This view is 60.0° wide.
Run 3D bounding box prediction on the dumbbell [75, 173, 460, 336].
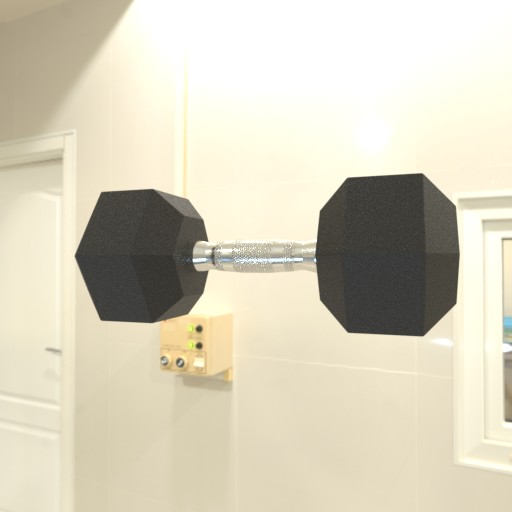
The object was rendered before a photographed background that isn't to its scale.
[{"bbox_3d":[0.000,0.000,0.412,0.337,0.123,0.142,0,-1,18],"label":"dumbbell"}]
